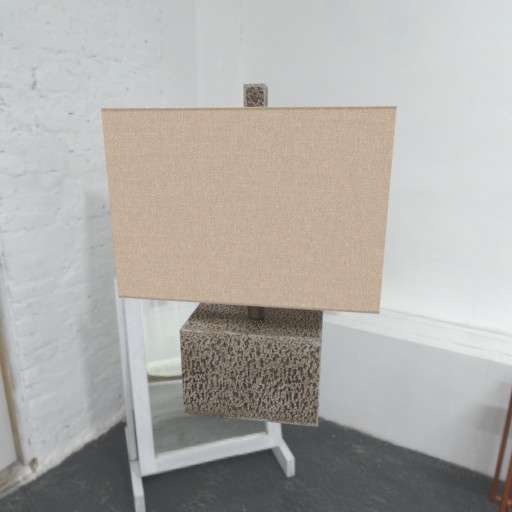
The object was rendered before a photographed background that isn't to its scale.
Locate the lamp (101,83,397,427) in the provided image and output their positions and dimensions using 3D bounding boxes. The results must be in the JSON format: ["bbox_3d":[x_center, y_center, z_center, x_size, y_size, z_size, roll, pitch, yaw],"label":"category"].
[{"bbox_3d":[0.000,0.000,0.568,0.294,0.411,0.180,3,16,9],"label":"lamp"}]
